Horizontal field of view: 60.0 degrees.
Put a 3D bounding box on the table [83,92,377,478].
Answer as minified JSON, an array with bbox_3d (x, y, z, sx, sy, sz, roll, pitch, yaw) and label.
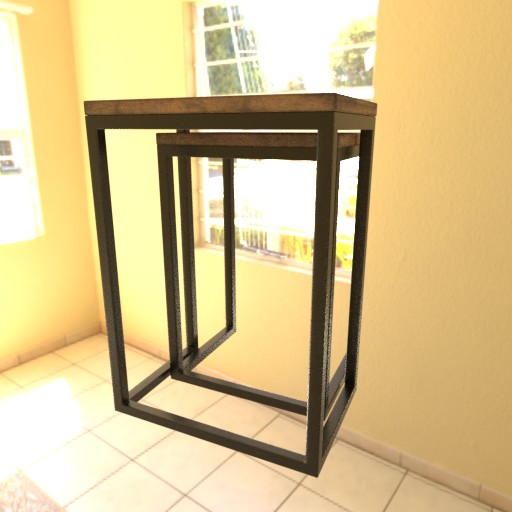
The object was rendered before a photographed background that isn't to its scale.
[{"bbox_3d":[0.000,0.000,0.946,0.456,0.615,0.460,8,18,26],"label":"table"}]
